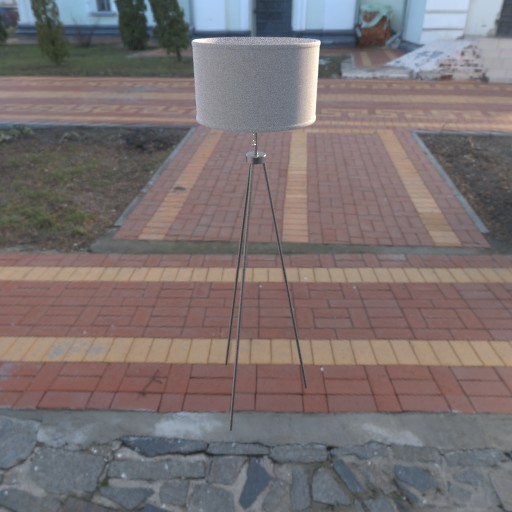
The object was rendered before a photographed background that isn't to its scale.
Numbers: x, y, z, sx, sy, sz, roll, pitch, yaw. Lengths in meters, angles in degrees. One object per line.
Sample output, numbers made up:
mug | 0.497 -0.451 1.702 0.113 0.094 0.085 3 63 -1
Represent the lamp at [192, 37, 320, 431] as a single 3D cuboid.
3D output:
lamp | 0.000 0.000 1.766 0.448 1.545 0.458 9 30 16
